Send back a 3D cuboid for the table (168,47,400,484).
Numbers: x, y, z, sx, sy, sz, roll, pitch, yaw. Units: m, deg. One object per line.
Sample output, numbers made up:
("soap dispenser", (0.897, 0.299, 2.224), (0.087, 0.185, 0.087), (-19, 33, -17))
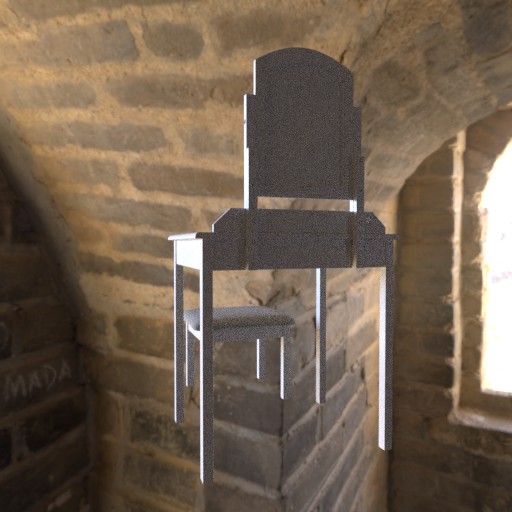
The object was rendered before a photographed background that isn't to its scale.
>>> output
("table", (0.000, 0.000, 2.275), (0.876, 1.631, 1.211), (-1, 2, -20))
